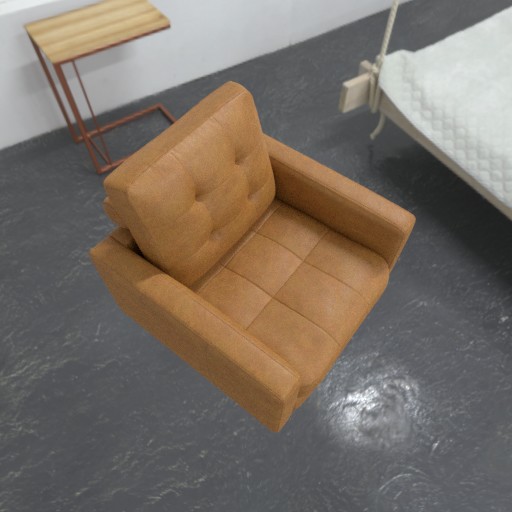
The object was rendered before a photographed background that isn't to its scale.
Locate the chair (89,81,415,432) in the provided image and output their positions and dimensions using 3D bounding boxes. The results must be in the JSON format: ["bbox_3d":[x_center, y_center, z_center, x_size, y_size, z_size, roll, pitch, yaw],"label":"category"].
[{"bbox_3d":[0.000,0.000,1.608,0.868,0.896,0.831,33,63,19],"label":"chair"}]
